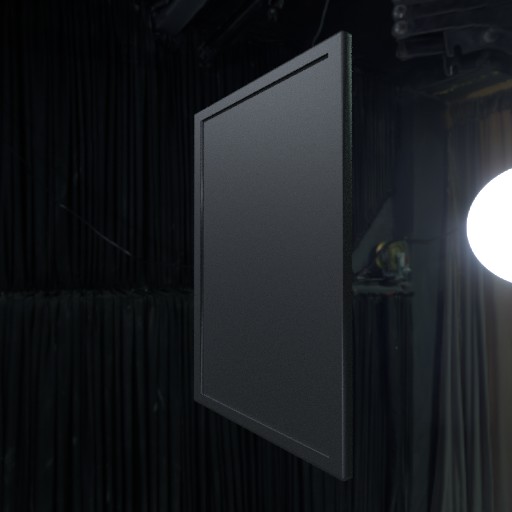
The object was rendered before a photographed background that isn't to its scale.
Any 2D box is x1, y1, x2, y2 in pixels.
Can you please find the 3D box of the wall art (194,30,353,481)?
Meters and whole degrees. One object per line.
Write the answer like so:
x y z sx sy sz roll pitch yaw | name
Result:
0.000 0.000 0.551 0.013 0.431 0.303 1 -1 -36 | wall art
